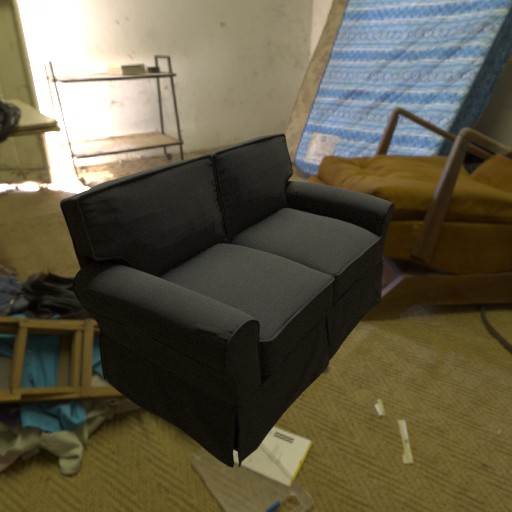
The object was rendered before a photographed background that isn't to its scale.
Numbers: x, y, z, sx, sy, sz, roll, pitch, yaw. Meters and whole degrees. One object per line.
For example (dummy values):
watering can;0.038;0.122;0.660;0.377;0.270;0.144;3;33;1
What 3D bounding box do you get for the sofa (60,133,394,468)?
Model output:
sofa;0.000;0.000;2.454;0.997;1.059;1.801;17;31;31
